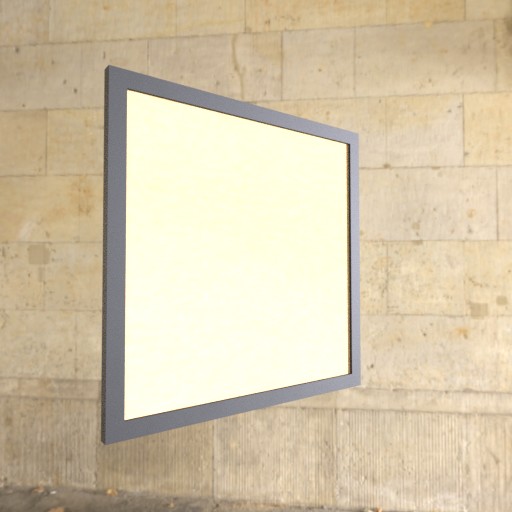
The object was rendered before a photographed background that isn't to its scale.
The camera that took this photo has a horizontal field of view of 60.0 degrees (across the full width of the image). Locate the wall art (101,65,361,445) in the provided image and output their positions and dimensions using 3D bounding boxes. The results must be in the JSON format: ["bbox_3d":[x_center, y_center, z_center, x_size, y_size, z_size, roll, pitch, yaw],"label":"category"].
[{"bbox_3d":[0.000,0.000,0.525,0.356,0.356,0.013,1,-2,-37],"label":"wall art"}]
